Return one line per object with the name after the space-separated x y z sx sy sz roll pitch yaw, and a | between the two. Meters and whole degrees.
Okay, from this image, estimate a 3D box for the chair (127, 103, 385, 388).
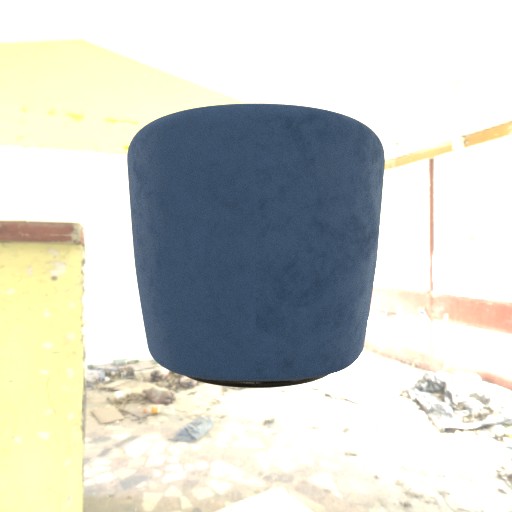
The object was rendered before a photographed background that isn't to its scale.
0.000 0.000 1.349 0.773 0.698 0.767 0 1 0 | chair
